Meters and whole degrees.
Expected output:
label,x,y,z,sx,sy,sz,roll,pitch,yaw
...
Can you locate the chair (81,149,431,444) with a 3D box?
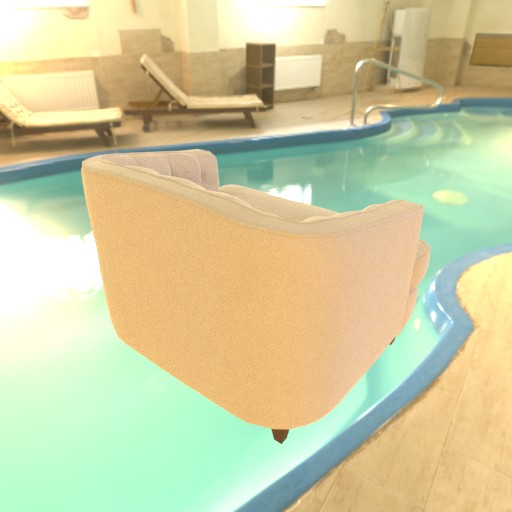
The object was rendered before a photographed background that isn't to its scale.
label,x,y,z,sx,sy,sz,roll,pitch,yaw
chair,0.000,0.000,1.752,1.104,0.852,0.941,21,36,33
